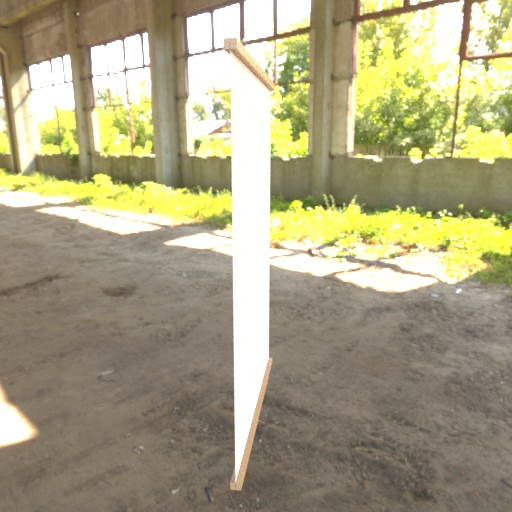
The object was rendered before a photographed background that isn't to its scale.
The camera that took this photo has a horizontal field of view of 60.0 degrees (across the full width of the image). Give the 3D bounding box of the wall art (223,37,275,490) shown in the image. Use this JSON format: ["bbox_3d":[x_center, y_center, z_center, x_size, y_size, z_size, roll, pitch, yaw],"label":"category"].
[{"bbox_3d":[0.000,0.000,1.287,0.027,1.020,0.669,2,14,8],"label":"wall art"}]
